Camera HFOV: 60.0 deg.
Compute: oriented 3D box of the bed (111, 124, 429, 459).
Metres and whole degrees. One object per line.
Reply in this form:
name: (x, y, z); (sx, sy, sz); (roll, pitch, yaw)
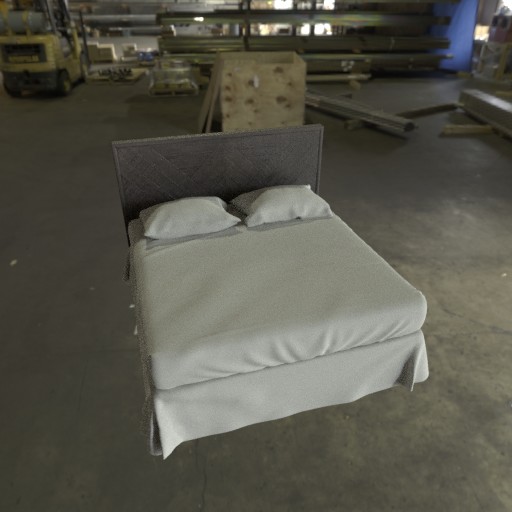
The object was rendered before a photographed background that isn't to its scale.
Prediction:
bed: (0.000, 0.000, 2.887); (1.772, 1.142, 1.785); (-9, 32, -15)
